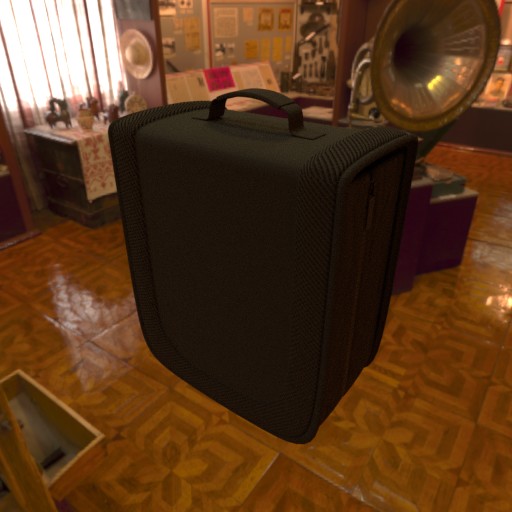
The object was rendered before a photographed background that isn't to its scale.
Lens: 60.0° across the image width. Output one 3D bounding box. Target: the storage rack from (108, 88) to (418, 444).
[{"bbox_3d":[0.000,0.000,0.545,0.297,0.387,0.168,20,35,32],"label":"storage rack"}]
